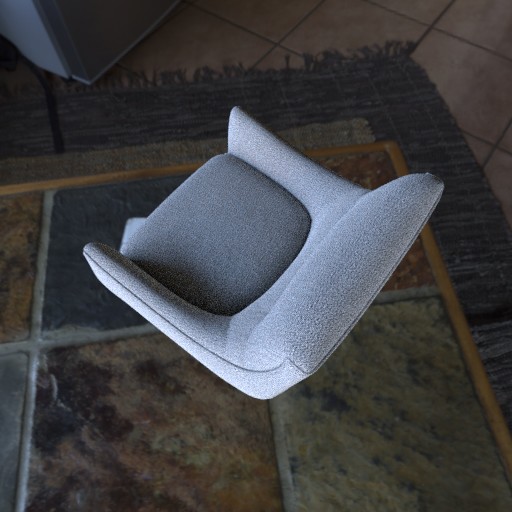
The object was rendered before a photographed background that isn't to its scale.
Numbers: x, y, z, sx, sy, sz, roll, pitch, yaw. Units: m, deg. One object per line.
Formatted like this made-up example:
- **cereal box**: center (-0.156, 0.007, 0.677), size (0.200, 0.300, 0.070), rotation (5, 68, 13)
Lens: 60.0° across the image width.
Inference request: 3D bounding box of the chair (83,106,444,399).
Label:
- **chair**: center (0.000, 0.000, 1.471), size (0.787, 0.838, 0.762), rotation (35, 68, 16)
